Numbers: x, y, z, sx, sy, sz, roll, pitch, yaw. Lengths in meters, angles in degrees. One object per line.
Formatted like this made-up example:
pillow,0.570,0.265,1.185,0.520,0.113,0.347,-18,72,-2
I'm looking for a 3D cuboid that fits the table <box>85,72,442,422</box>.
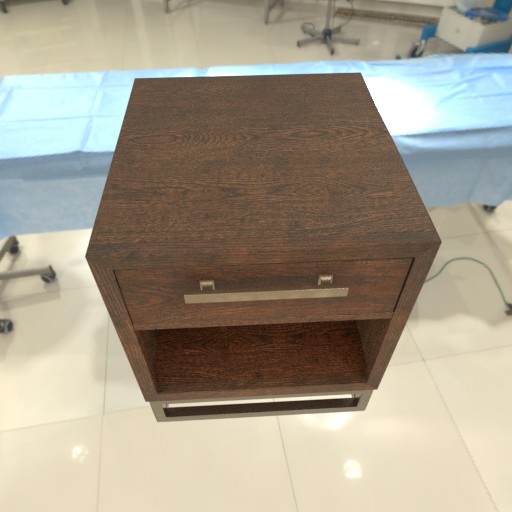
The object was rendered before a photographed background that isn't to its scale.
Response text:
table,0.000,0.000,1.012,0.506,0.582,0.566,-2,47,-2
